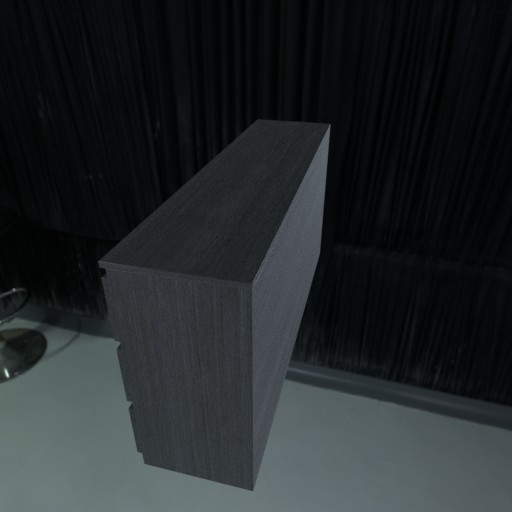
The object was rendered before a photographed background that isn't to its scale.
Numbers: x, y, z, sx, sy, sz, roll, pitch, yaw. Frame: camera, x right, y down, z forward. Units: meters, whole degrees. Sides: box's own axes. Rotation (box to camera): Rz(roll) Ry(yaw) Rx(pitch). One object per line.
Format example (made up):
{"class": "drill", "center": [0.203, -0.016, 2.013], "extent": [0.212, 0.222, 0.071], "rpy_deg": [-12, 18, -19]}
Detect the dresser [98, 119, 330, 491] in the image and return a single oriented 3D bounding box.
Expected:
{"class": "dresser", "center": [0.000, 0.000, 1.930], "extent": [0.400, 0.795, 1.590], "rpy_deg": [7, 31, 13]}
